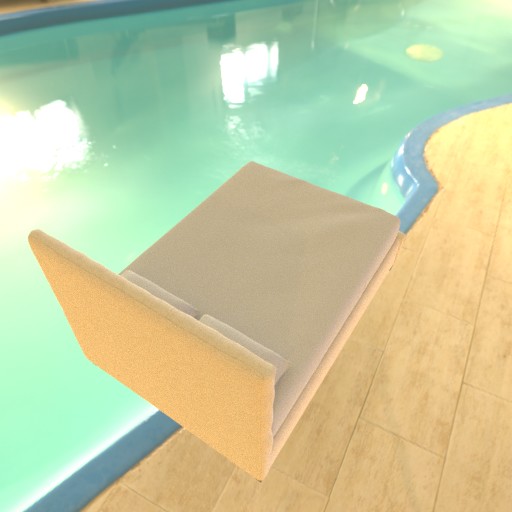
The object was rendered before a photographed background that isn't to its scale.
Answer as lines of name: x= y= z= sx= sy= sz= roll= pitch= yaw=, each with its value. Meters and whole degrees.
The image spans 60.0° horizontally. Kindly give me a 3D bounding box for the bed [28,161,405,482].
bed: x=0.000 y=0.000 z=3.440 sx=1.698 sy=1.427 sz=2.387 roll=26 pitch=51 yaw=23
